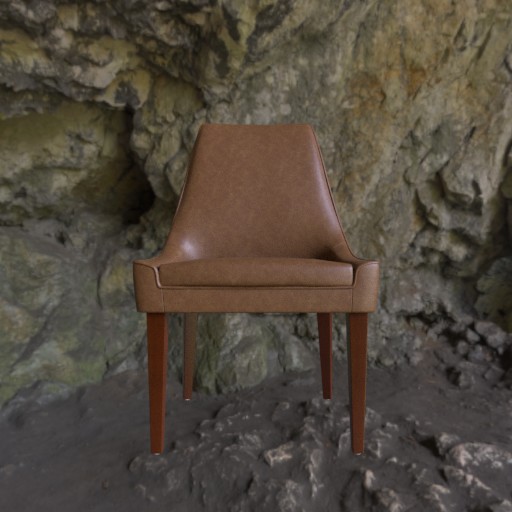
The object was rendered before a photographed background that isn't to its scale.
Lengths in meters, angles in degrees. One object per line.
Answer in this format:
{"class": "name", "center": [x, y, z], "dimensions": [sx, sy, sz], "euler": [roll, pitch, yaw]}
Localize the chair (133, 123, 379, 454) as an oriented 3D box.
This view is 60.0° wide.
{"class": "chair", "center": [0.000, 0.000, 1.194], "dimensions": [0.529, 0.861, 0.544], "euler": [0, -1, 0]}
